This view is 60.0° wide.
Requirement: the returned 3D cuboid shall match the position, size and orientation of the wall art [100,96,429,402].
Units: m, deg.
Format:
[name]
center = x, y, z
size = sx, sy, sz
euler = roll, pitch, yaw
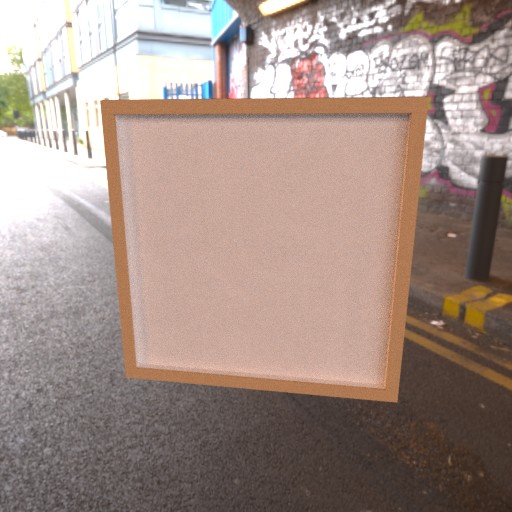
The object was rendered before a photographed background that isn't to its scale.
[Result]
[wall art]
center = 0.000, 0.000, 1.361
size = 0.914, 0.914, 0.038
euler = 3, 17, 9
